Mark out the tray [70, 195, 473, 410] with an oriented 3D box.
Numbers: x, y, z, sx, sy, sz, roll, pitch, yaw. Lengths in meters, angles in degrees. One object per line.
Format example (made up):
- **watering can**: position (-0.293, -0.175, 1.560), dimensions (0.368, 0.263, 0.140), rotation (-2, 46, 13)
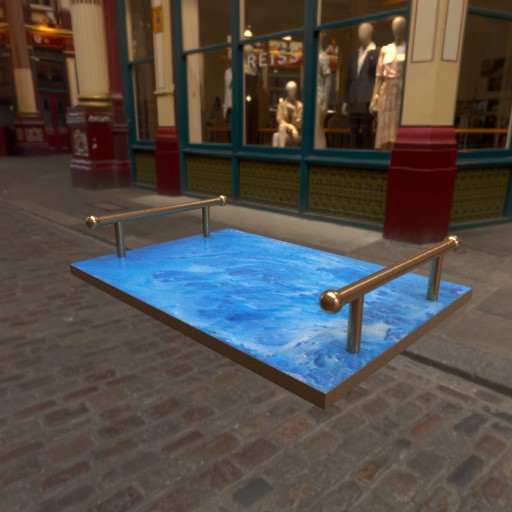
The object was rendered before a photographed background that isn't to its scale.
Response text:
- **tray**: position (0.000, 0.000, 0.576), dimensions (0.444, 0.084, 0.304), rotation (16, 23, 42)
